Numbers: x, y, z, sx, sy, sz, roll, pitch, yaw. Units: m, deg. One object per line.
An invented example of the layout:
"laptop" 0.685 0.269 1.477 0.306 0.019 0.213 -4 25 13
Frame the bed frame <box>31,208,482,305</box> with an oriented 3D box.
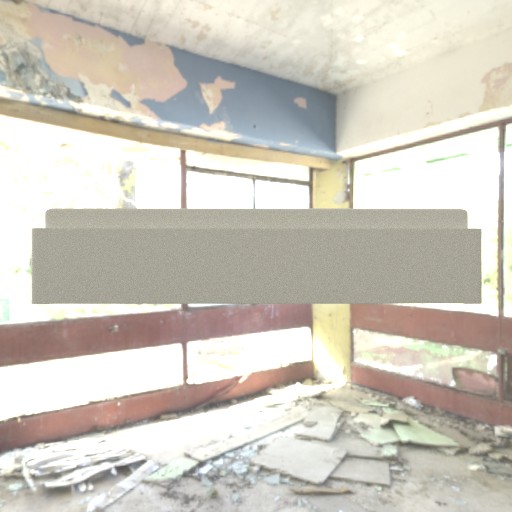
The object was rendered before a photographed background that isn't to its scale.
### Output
"bed frame" 0.000 0.000 2.533 1.900 0.406 1.400 0 0 -1
